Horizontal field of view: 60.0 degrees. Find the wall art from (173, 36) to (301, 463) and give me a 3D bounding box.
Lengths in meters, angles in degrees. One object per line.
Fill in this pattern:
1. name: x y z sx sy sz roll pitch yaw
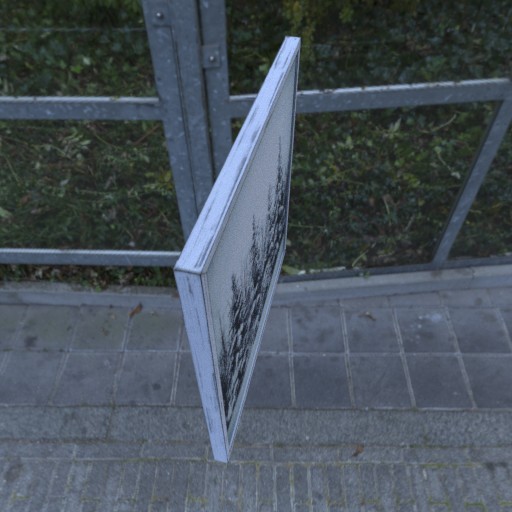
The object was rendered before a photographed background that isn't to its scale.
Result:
1. wall art: 0.000 0.000 1.105 0.037 0.761 0.761 10 49 9
